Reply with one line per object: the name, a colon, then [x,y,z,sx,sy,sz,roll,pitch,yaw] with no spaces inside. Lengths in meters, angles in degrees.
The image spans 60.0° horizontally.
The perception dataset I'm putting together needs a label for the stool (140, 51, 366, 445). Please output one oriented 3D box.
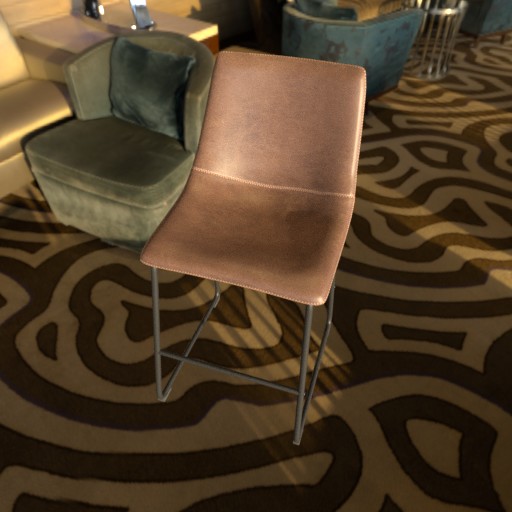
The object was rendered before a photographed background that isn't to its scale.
stool: [0.000,0.000,1.214,0.460,0.890,0.550,13,43,14]
